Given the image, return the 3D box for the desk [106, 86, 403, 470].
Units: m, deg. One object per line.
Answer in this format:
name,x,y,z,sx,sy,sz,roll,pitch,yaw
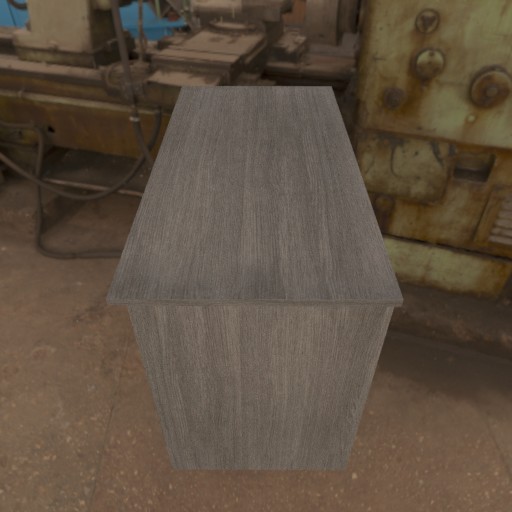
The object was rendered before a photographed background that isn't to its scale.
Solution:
desk,0.000,0.000,1.488,0.560,0.735,1.097,0,41,0
